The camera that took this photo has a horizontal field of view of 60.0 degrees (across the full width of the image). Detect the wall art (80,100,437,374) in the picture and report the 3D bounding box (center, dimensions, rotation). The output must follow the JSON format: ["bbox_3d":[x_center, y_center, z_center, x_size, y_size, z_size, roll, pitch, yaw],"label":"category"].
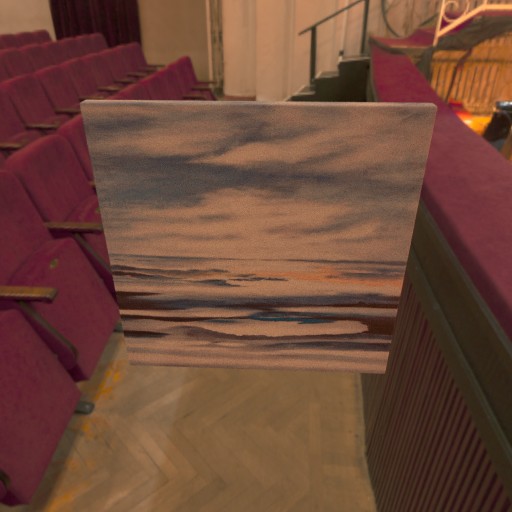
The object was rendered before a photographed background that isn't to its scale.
[{"bbox_3d":[0.000,0.000,1.122,0.747,0.747,0.035,1,30,2],"label":"wall art"}]
